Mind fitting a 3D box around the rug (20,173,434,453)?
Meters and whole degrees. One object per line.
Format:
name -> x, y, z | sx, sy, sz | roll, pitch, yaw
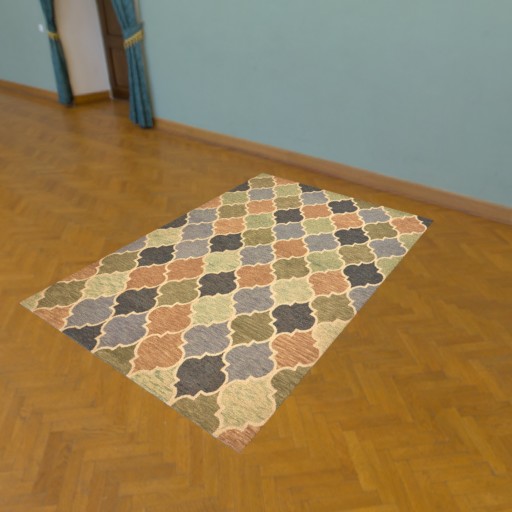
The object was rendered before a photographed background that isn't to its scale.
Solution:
rug -> 0.000, 0.000, 2.253 | 1.216, 0.006, 1.828 | 22, 39, 30
